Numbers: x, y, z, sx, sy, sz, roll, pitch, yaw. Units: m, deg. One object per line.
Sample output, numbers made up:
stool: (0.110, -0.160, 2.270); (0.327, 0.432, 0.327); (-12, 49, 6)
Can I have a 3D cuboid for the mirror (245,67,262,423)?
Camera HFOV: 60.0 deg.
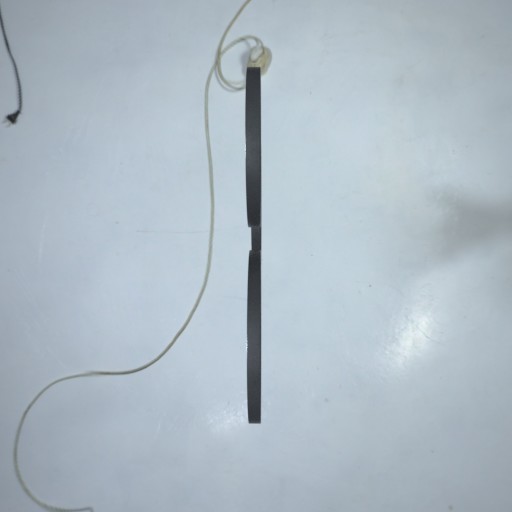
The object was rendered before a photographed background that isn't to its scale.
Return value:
mirror: (0.000, 0.000, 3.223); (0.076, 2.096, 2.160); (0, 89, 1)
